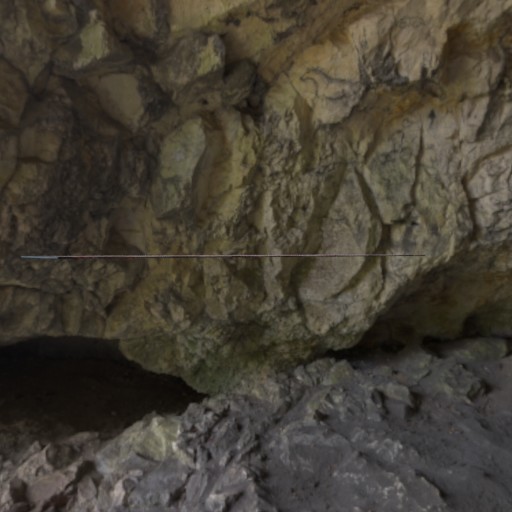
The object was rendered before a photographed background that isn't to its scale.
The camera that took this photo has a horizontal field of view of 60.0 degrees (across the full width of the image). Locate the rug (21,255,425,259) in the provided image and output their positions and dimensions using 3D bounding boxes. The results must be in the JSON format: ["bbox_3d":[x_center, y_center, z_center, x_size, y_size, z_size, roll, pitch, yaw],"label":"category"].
[{"bbox_3d":[0.000,0.000,2.695,2.440,0.009,0.760,0,1,-37],"label":"rug"}]
